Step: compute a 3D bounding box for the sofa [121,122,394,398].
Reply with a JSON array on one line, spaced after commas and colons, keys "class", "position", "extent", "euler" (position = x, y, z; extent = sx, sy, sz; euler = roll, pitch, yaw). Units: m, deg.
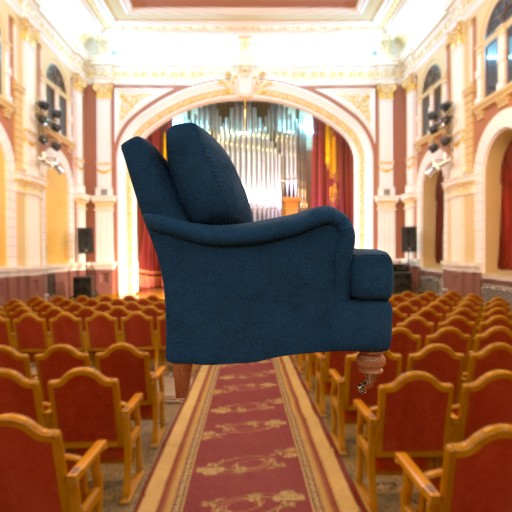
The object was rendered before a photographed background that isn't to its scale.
[{"class": "sofa", "position": [0.000, 0.000, 2.746], "extent": [1.084, 1.101, 2.141], "euler": [0, 0, -1]}]
